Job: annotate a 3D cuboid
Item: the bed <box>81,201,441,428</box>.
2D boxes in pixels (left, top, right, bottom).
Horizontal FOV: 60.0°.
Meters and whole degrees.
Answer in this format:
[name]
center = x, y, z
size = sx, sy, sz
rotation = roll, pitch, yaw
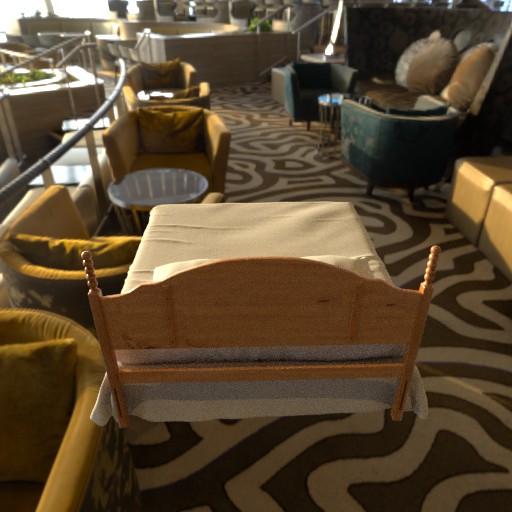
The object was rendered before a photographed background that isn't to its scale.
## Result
[bed]
center = 0.000, 0.000, 3.608
size = 2.322, 1.355, 2.219
rotation = -1, 31, -2
